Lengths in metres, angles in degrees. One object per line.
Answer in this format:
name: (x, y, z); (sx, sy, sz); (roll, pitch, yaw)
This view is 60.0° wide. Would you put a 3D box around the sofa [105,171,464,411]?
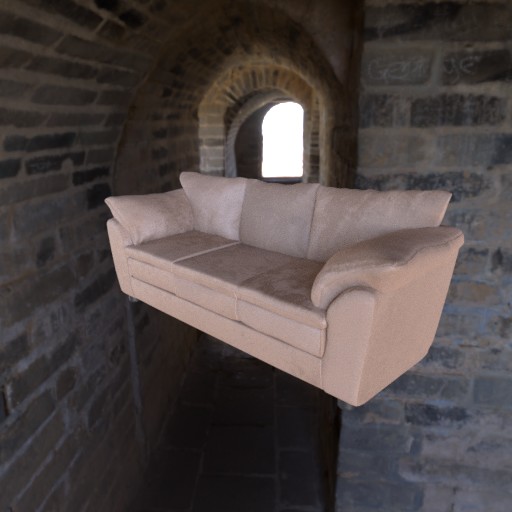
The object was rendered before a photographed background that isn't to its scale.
sofa: (0.000, 0.000, 2.840); (2.377, 0.981, 0.893); (15, 22, 43)
